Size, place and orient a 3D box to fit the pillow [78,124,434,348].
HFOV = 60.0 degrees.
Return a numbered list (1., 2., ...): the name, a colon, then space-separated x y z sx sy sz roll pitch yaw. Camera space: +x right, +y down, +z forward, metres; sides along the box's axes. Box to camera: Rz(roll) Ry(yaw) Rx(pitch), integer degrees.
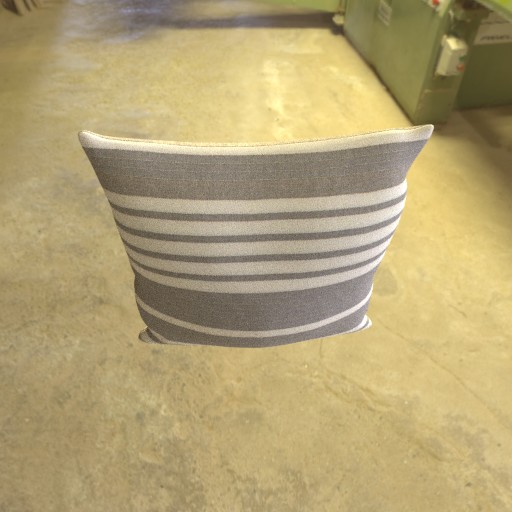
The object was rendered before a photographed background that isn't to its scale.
1. pillow: 0.000 0.000 0.681 0.439 0.440 0.182 -3 46 -3
